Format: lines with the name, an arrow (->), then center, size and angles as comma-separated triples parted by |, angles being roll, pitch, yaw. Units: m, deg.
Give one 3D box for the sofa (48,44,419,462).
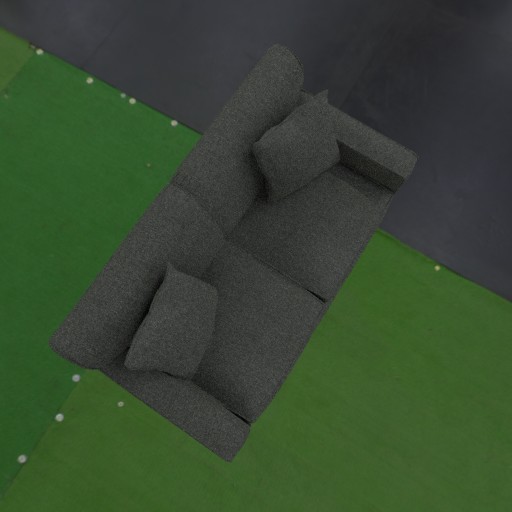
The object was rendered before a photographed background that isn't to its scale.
sofa -> 0.000, 0.000, 2.422 | 0.998, 0.958, 1.846 | 32, 78, 7
